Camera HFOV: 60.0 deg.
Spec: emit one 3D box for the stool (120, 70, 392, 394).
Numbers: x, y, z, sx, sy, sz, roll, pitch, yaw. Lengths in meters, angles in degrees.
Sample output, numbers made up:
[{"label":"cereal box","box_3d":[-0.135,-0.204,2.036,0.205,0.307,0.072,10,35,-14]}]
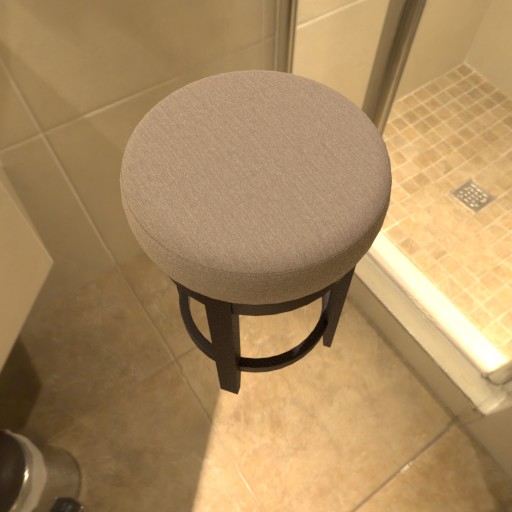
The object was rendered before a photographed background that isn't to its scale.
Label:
[{"label":"stool","box_3d":[0.000,0.000,0.966,0.443,0.672,0.443,0,59,0]}]
